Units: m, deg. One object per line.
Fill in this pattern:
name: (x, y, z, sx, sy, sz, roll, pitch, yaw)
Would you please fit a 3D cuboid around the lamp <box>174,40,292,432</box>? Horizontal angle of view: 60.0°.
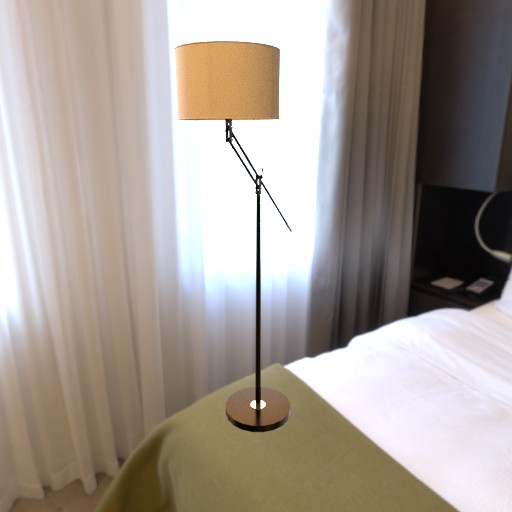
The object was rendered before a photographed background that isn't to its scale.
lamp: (0.000, 0.000, 1.977, 0.373, 1.635, 0.809, 8, 18, 26)
